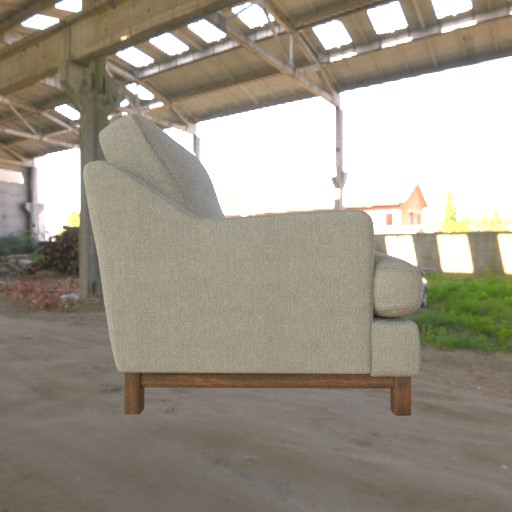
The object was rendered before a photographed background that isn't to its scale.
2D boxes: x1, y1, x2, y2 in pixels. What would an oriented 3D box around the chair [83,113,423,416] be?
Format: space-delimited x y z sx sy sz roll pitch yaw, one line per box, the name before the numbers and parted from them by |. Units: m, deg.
chair | 0.000 0.000 1.530 0.892 0.821 0.826 0 0 1
